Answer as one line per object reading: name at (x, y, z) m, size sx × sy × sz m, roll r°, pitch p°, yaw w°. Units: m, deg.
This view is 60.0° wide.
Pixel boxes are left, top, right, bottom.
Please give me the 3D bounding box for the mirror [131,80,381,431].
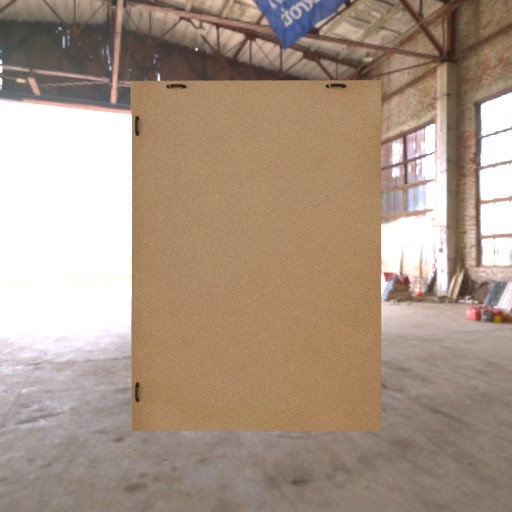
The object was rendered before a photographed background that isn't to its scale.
mirror at (0.000, 0.000, 0.912) m, size 0.507 × 0.710 × 0.039 m, roll 0°, pitch 0°, yaw 0°
